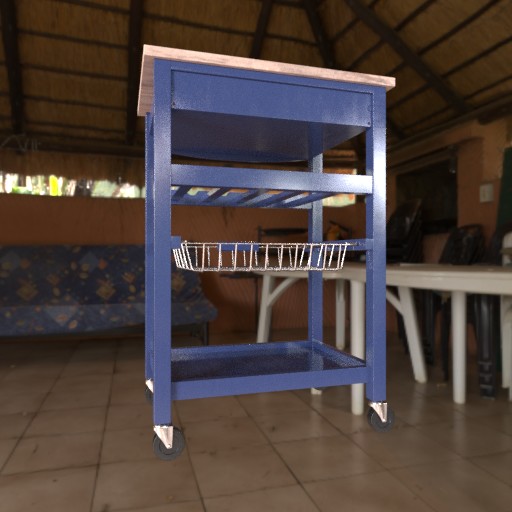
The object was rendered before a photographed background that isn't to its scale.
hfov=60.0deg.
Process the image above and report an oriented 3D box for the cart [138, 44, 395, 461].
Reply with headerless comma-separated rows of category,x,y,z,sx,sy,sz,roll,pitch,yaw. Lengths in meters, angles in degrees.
cart,0.000,0.000,1.155,0.584,0.839,0.403,0,0,-17
